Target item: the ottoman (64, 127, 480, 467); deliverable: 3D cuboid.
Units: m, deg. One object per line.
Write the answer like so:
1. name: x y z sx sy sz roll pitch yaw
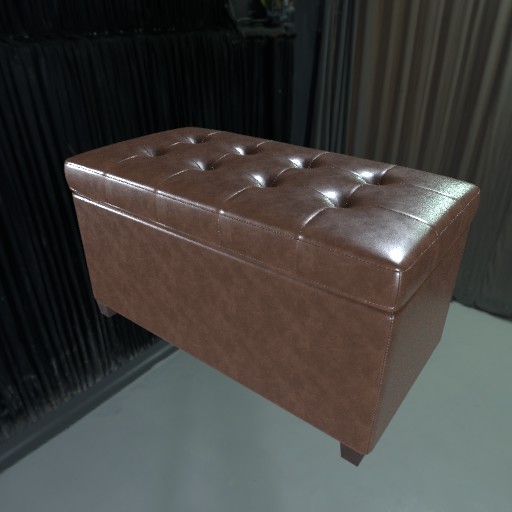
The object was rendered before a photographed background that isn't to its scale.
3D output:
1. ottoman: 0.000 0.000 1.070 0.838 0.470 0.432 21 35 32
